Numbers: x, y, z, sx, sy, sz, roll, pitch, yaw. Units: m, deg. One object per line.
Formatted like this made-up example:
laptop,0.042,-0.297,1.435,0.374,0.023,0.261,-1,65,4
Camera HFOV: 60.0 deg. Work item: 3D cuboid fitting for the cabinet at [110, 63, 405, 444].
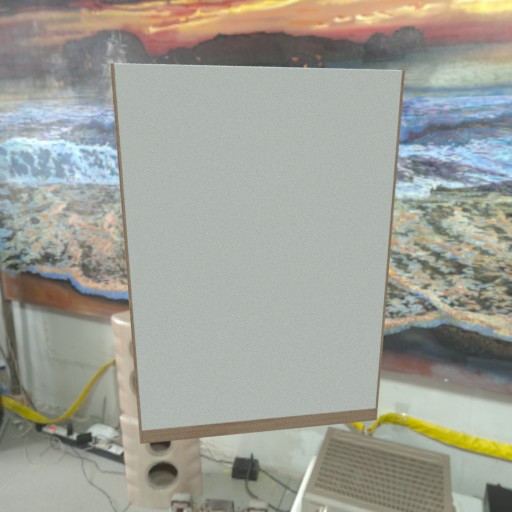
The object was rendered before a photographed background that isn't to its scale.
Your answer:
cabinet,0.000,0.000,2.779,1.500,2.120,0.590,-2,15,-9
